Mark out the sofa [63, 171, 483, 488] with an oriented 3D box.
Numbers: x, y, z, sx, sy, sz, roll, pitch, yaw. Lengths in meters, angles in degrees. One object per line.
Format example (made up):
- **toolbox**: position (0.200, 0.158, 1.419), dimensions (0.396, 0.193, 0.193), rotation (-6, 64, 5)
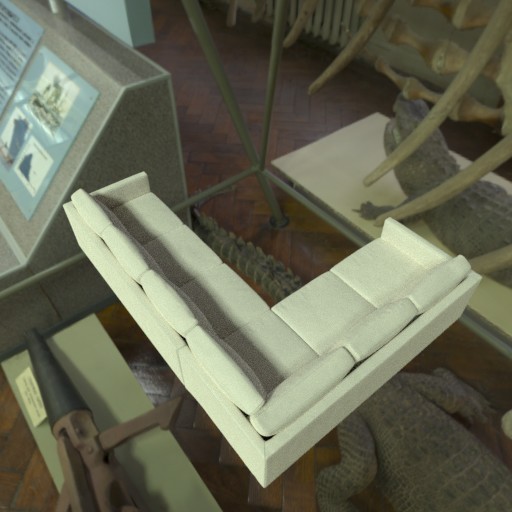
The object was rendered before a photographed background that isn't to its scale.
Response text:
- **sofa**: position (0.000, 0.000, 4.277), dimensions (2.432, 0.863, 3.182), rotation (-30, 53, -26)
